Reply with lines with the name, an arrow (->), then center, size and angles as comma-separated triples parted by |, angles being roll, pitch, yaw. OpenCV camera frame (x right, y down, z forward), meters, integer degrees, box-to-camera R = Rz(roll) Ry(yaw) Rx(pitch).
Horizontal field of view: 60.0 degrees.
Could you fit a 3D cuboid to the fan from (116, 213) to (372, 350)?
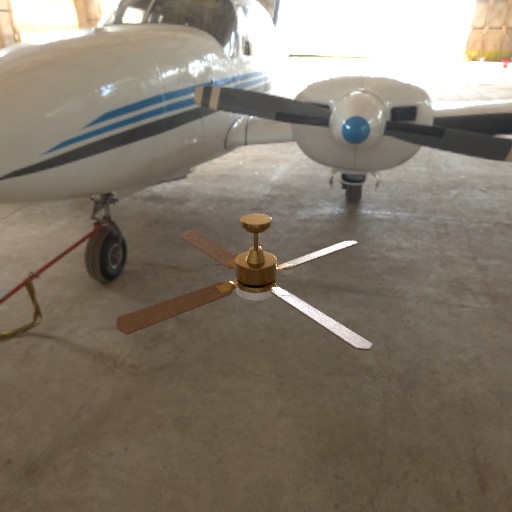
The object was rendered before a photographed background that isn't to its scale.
fan -> 0.000, 0.000, 1.987 | 1.320, 0.355, 1.320 | -18, 32, -33
